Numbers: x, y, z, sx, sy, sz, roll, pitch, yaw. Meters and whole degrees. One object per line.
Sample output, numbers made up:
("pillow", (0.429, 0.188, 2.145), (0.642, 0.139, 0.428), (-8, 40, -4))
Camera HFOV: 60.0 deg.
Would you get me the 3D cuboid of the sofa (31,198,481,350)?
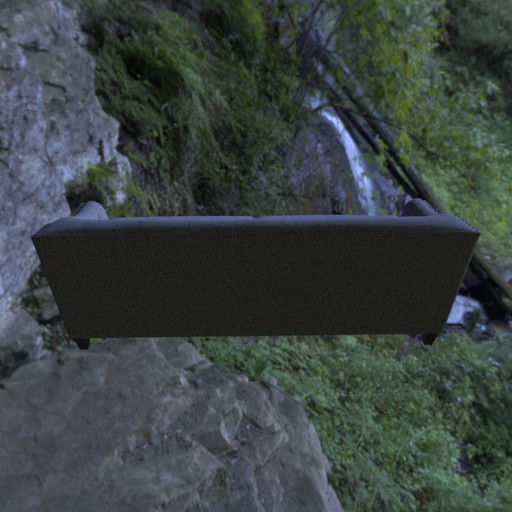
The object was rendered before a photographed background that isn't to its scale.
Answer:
("sofa", (0.000, 0.000, 2.777), (2.235, 0.901, 0.914), (-1, 32, -1))
